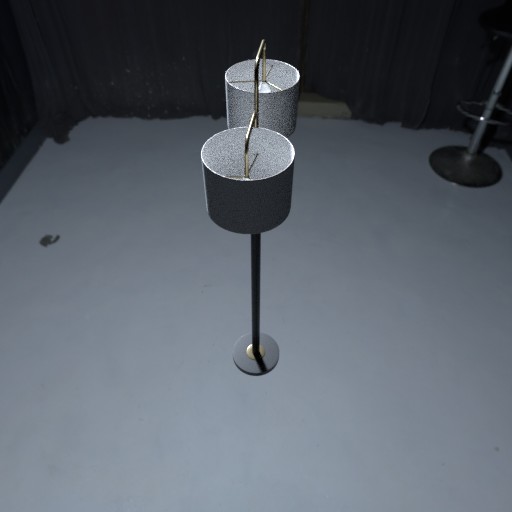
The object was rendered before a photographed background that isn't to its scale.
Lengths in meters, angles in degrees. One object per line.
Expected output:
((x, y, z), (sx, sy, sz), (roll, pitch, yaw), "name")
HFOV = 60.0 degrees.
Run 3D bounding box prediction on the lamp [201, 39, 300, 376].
((0.000, 0.000, 1.840), (0.254, 1.587, 0.711), (4, 47, 4), "lamp")
